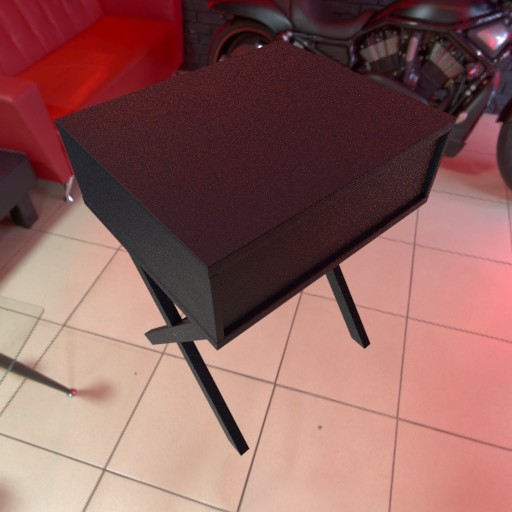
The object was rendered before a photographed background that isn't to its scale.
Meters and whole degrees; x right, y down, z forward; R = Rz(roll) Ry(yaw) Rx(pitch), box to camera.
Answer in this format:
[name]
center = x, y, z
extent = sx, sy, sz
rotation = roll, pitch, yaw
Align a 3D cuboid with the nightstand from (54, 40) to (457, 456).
[nightstand]
center = 0.000, 0.000, 0.912
extent = 0.479, 0.623, 0.402
rotation = -32, 55, -26
